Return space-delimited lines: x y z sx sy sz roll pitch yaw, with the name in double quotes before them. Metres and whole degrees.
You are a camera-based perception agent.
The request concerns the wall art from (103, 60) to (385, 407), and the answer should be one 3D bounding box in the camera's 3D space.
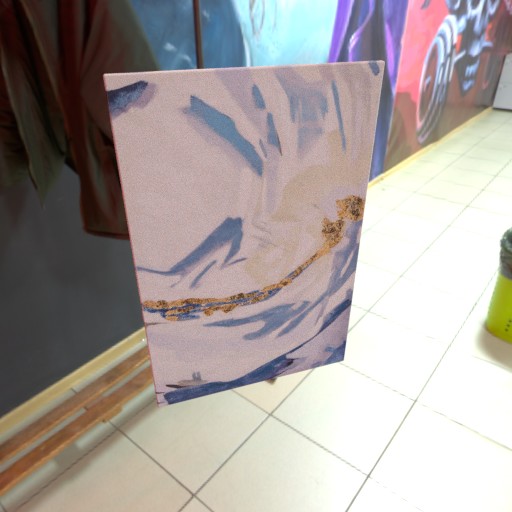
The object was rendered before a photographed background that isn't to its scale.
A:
"wall art" 0.000 0.000 1.153 0.610 0.914 0.016 -10 32 -16
